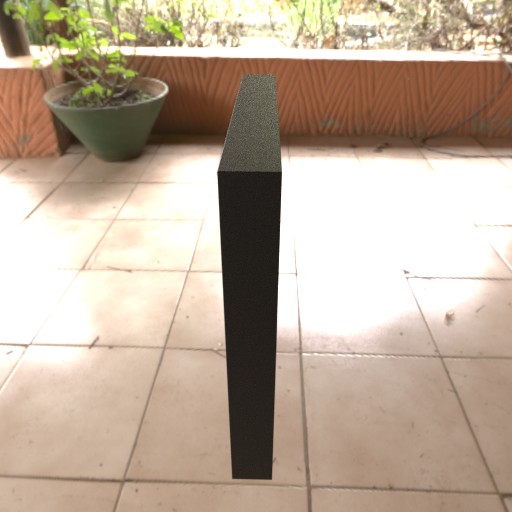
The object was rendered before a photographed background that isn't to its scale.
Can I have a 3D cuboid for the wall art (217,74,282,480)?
[{"bbox_3d":[0.000,0.000,0.463,0.038,0.304,0.304,1,32,1],"label":"wall art"}]
